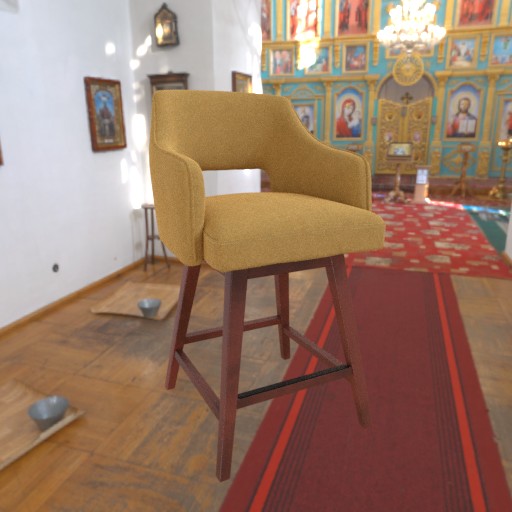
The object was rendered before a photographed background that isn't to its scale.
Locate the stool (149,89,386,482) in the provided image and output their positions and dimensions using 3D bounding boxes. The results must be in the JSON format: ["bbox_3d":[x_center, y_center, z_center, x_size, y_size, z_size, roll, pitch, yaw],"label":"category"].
[{"bbox_3d":[0.000,0.000,1.257,0.548,0.924,0.558,-8,17,-26],"label":"stool"}]
